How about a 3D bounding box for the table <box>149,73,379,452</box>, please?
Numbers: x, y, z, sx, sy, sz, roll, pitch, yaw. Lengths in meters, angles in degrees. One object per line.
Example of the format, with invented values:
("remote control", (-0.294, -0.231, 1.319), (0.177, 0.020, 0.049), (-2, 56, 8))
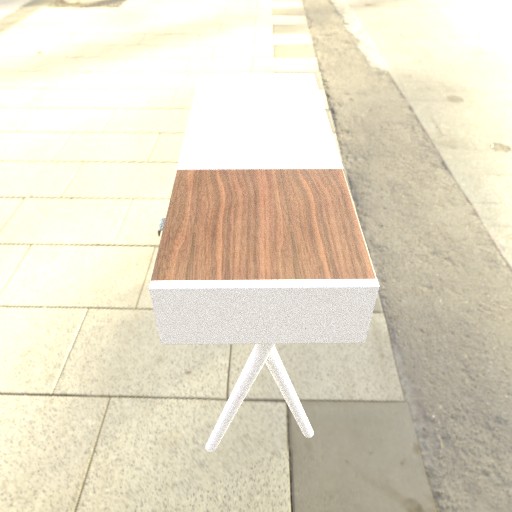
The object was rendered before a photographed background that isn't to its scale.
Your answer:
("table", (0.000, 0.000, 1.422), (0.418, 0.785, 1.066), (0, 41, -1))
